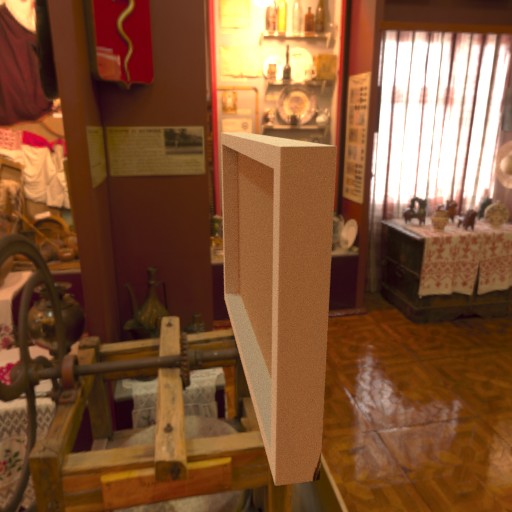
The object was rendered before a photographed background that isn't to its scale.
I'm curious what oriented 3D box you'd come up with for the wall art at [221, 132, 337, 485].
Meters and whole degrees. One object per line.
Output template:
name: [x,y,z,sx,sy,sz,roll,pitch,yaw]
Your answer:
wall art: [0.000,0.000,0.488,0.039,0.254,0.384,-3,17,-9]
